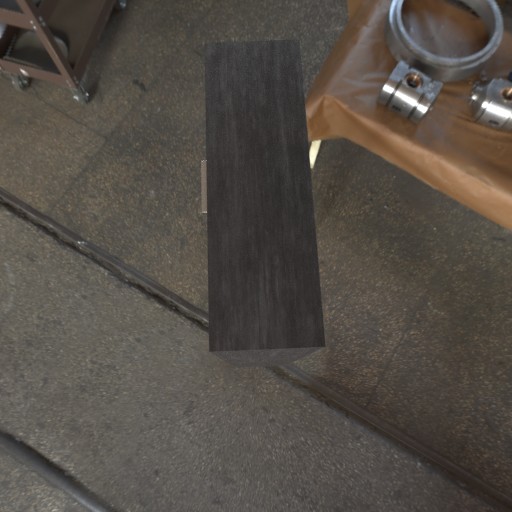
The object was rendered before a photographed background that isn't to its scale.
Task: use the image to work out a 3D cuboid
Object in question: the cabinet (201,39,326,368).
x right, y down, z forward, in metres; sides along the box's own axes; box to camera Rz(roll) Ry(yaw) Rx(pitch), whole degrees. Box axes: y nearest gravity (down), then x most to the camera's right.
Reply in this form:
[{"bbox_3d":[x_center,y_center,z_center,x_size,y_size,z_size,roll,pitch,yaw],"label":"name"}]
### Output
[{"bbox_3d":[0.000,0.000,1.613,0.250,1.280,0.750,-2,74,-1],"label":"cabinet"}]
